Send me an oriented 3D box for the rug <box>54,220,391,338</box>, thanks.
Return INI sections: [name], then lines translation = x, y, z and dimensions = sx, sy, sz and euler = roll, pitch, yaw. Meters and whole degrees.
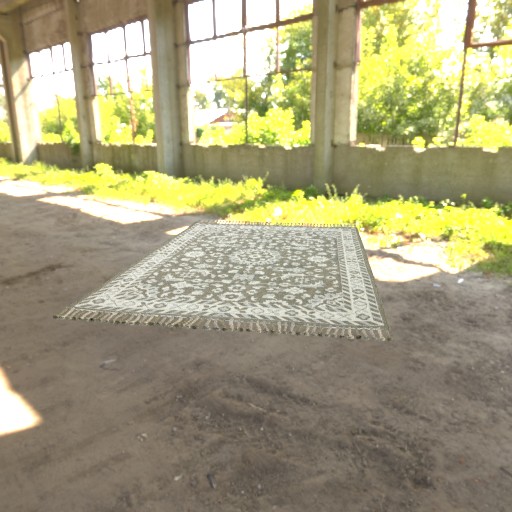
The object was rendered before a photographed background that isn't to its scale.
[rug]
translation = 0.000, 0.000, 3.080
dimensions = 1.530, 0.025, 2.431
euler = 2, 15, 8
